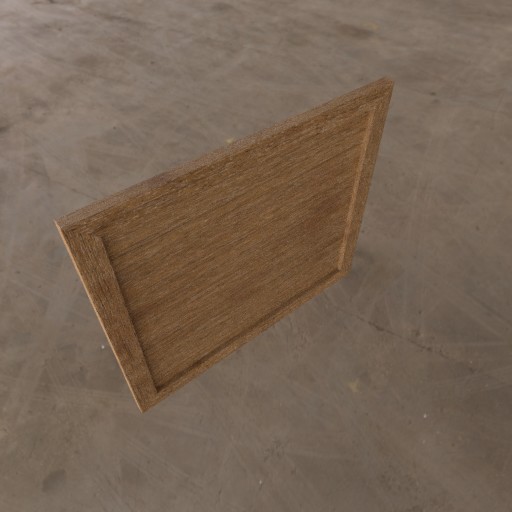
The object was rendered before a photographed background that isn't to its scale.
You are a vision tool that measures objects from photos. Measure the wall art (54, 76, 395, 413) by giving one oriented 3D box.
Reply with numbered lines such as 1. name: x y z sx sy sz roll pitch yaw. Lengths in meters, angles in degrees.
1. wall art: 0.000 0.000 0.962 0.690 0.588 0.026 -30 54 -25
